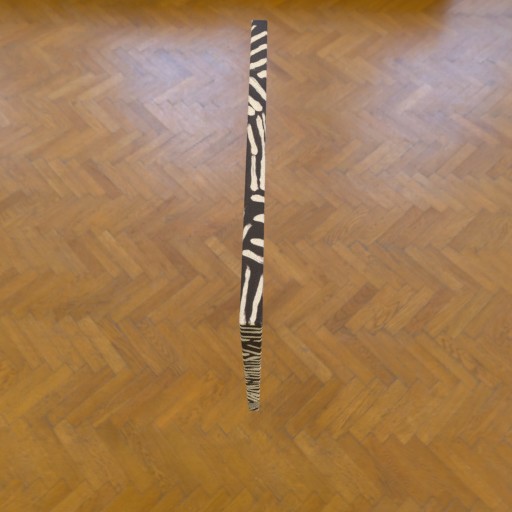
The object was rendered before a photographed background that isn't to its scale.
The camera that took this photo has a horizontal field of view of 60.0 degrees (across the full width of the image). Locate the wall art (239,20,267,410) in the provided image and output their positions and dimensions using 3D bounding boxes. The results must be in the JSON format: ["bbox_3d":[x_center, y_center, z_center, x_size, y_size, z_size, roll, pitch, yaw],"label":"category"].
[{"bbox_3d":[0.000,0.000,1.350,0.038,1.017,0.765,1,63,1],"label":"wall art"}]
